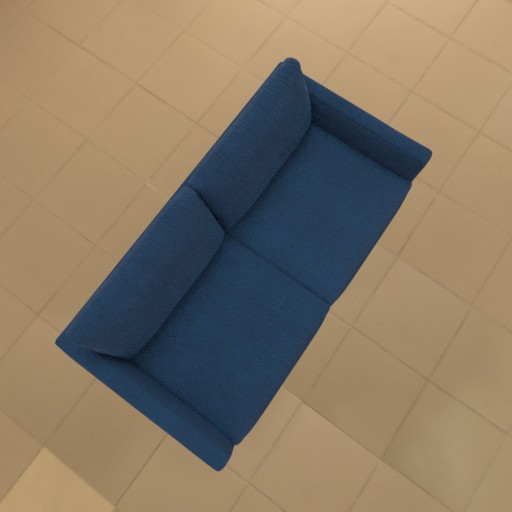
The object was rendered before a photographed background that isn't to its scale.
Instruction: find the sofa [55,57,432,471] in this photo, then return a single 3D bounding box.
[{"bbox_3d":[0.000,0.000,2.114,0.875,0.817,1.676,34,78,8],"label":"sofa"}]
